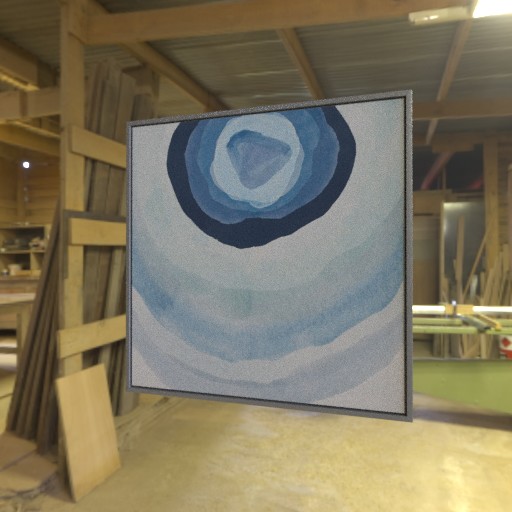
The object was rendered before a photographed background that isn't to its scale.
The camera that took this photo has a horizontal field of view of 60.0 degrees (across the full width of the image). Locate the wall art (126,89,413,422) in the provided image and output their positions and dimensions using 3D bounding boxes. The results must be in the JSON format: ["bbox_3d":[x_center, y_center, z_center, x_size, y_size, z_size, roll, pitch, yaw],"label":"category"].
[{"bbox_3d":[0.000,0.000,1.216,0.809,0.807,0.038,0,0,18],"label":"wall art"}]
